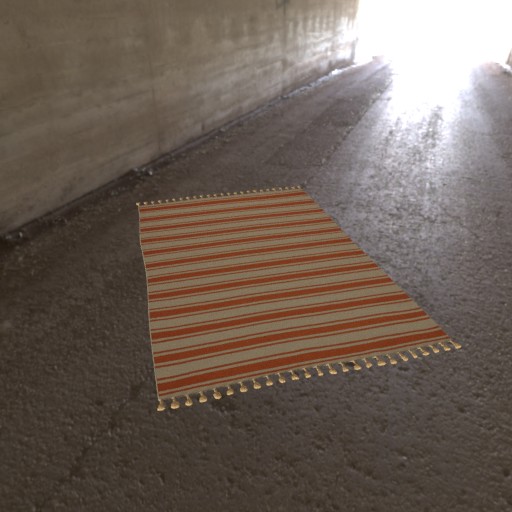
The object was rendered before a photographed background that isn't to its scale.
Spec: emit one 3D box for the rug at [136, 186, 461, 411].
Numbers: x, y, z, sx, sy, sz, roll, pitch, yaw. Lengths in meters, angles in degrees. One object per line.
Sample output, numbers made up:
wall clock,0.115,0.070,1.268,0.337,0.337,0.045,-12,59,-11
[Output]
rug,0.000,0.000,3.130,1.556,0.022,2.433,-8,31,-13
